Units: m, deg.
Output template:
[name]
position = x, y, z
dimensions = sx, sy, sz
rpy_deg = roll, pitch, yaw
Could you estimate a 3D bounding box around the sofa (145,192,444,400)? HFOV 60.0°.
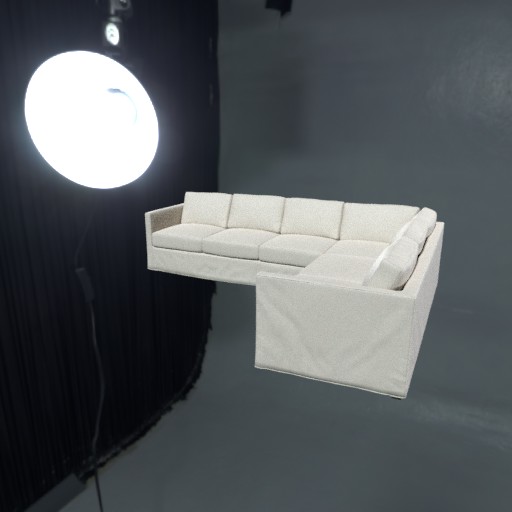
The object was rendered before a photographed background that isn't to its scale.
[sofa]
position = 0.000, 0.000, 4.274
dimensions = 3.182, 0.871, 2.432
rpy_deg = 7, 17, 25
